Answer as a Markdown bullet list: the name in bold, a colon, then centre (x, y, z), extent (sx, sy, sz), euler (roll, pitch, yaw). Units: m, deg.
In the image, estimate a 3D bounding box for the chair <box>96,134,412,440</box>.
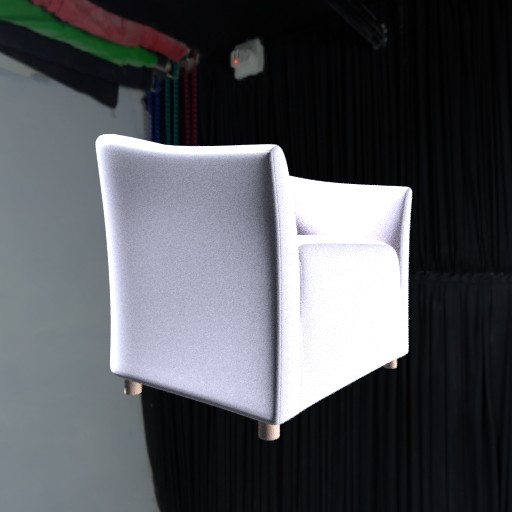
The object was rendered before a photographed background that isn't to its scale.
- **chair**: centre (0.000, 0.000, 1.341), extent (0.700, 0.720, 0.790), euler (1, 1, 38)
